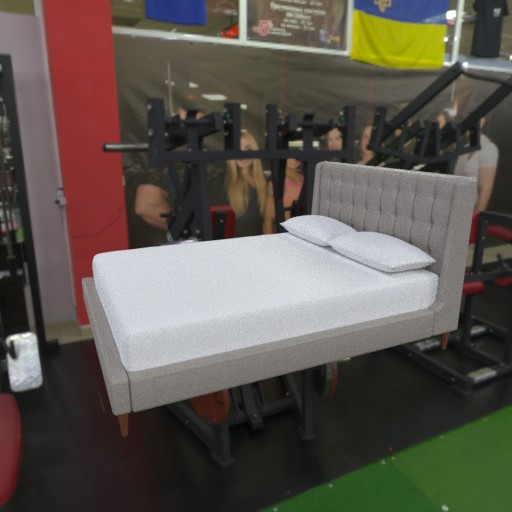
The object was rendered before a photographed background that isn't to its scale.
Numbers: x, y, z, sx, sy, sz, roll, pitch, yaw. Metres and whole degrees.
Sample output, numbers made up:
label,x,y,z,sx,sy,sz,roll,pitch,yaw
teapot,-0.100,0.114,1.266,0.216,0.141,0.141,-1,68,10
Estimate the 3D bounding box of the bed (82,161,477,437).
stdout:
label,x,y,z,sx,sy,sz,roll,pitch,yaw
bed,0.000,0.000,3.116,2.232,1.147,1.656,-7,17,-24
